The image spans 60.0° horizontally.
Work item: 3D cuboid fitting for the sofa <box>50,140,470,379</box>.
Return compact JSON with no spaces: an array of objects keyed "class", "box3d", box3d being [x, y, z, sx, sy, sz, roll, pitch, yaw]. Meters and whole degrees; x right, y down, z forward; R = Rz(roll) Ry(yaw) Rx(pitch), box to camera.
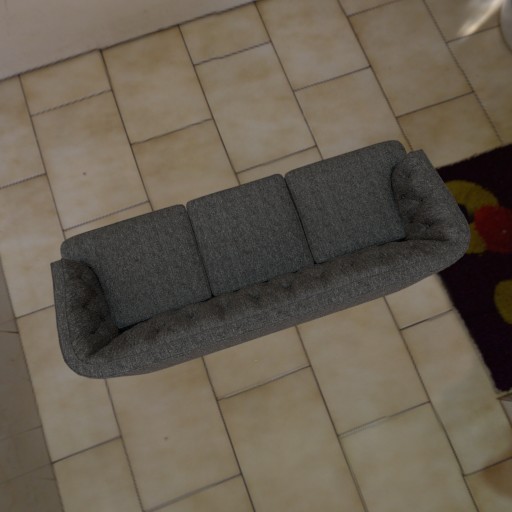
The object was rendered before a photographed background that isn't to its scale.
[{"class":"sofa","box3d":[0.000,0.000,2.746,2.278,0.855,0.941,-18,77,-4]}]
